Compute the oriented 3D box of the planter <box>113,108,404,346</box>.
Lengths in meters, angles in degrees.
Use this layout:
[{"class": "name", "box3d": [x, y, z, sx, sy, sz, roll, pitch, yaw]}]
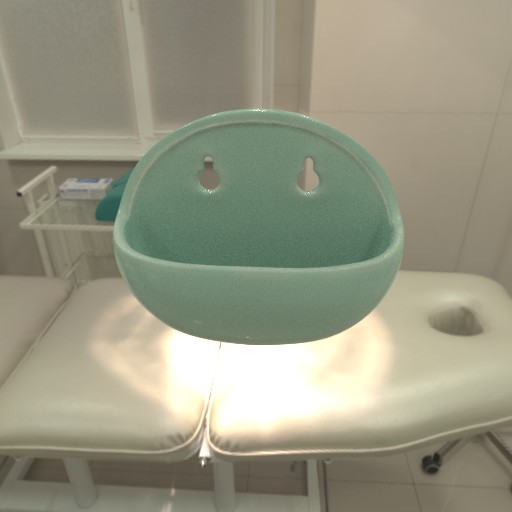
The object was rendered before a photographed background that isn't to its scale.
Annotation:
[{"class": "planter", "box3d": [0.000, 0.000, 0.276, 0.189, 0.164, 0.073, 1, 30, 2]}]
